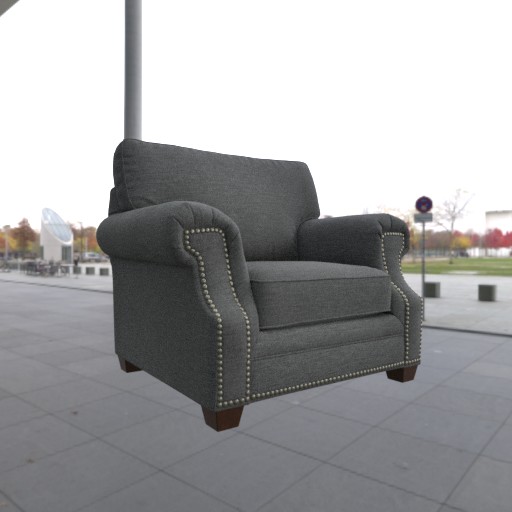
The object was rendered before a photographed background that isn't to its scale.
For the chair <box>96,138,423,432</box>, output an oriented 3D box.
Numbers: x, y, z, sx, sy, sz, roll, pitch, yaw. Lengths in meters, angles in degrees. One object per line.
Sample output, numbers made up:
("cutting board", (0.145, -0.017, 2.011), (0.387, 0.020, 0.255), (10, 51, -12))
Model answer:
("chair", (0.000, 0.000, 1.829), (1.092, 0.961, 0.965), (0, 1, -35))
